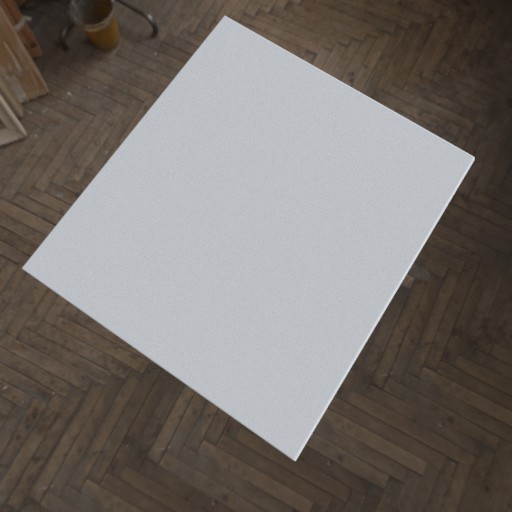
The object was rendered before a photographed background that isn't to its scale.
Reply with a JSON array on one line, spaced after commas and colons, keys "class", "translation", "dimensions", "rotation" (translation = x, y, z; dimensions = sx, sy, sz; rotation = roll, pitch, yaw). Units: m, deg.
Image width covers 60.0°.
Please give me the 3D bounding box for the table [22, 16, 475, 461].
[{"class": "table", "translation": [0.000, 0.000, 0.758], "dimensions": [0.380, 0.460, 0.420], "rotation": [33, 79, 7]}]
